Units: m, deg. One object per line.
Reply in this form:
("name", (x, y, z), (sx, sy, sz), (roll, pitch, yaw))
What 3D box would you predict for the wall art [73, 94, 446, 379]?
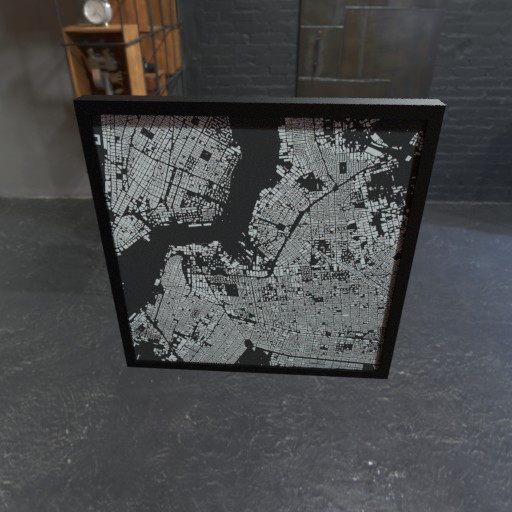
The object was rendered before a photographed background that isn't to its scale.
("wall art", (0.000, 0.000, 0.745), (0.506, 0.506, 0.038), (2, 31, 3))
